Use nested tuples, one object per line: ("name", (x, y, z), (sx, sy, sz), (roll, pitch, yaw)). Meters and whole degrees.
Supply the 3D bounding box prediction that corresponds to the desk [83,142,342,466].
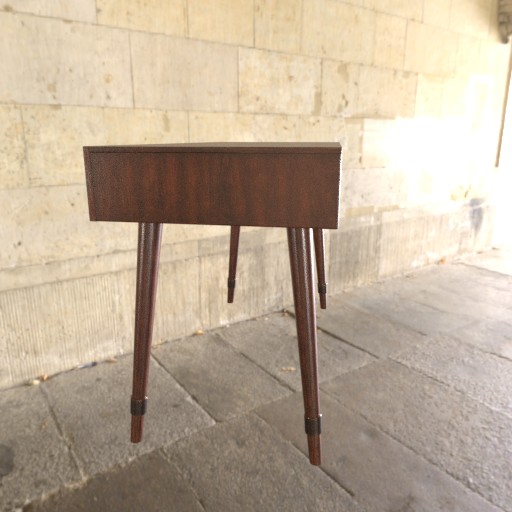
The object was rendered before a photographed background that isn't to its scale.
("desk", (0.000, 0.000, 2.094), (0.734, 1.031, 1.577), (3, 15, 10))
